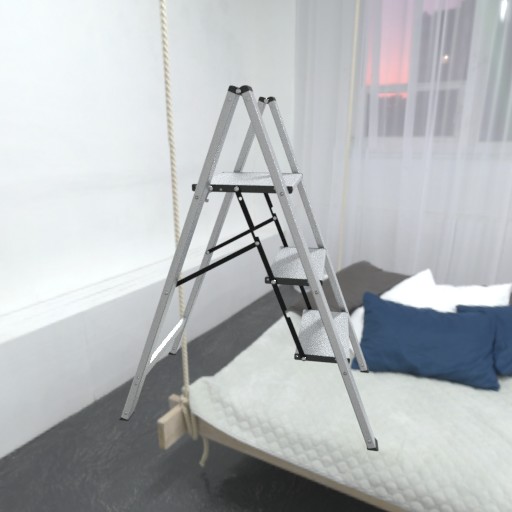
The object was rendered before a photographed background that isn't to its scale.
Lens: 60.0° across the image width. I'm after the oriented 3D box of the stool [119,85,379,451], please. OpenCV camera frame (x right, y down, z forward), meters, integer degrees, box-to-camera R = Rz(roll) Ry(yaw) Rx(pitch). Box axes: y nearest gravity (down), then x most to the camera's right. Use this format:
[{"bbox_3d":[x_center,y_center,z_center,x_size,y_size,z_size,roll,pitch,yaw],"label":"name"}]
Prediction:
[{"bbox_3d":[0.000,0.000,1.300,0.730,0.902,0.441,3,17,10],"label":"stool"}]
